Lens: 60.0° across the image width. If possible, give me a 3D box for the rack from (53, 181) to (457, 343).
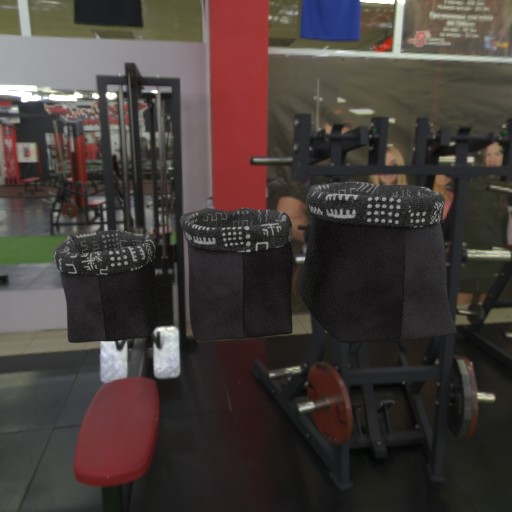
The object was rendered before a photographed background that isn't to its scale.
[{"bbox_3d":[0.000,0.000,1.067,0.905,0.323,0.379,-2,14,-7],"label":"rack"}]
